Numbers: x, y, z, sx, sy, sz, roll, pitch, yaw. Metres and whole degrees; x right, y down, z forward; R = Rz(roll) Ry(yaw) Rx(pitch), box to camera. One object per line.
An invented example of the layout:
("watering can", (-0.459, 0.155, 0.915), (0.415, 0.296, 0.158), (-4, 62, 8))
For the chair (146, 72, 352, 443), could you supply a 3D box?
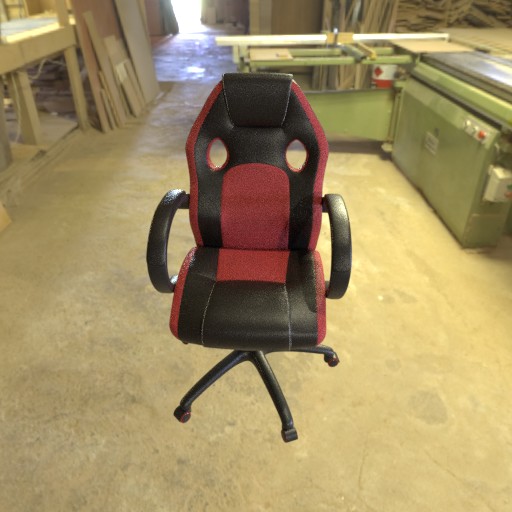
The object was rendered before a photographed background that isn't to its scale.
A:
("chair", (0.000, 0.000, 1.684), (0.750, 1.189, 0.783), (2, 32, 3))
